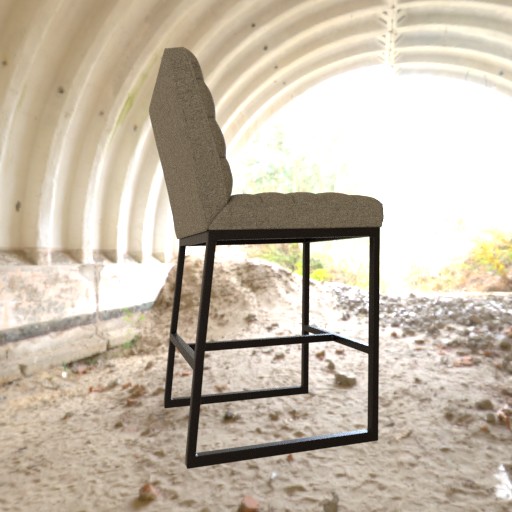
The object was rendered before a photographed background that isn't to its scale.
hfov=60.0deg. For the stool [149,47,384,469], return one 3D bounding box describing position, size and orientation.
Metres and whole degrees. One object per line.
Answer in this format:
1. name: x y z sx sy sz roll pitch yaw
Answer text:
1. stool: 0.000 0.000 1.256 0.560 0.940 0.460 0 0 -18
